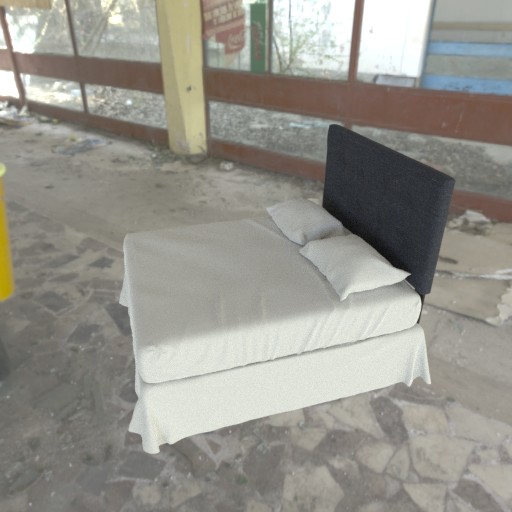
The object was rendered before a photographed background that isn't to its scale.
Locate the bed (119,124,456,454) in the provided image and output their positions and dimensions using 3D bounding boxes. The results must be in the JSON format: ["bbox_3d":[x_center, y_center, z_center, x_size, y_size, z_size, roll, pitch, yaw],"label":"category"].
[{"bbox_3d":[0.000,0.000,3.463,2.222,1.577,1.936,-9,30,-15],"label":"bed"}]
